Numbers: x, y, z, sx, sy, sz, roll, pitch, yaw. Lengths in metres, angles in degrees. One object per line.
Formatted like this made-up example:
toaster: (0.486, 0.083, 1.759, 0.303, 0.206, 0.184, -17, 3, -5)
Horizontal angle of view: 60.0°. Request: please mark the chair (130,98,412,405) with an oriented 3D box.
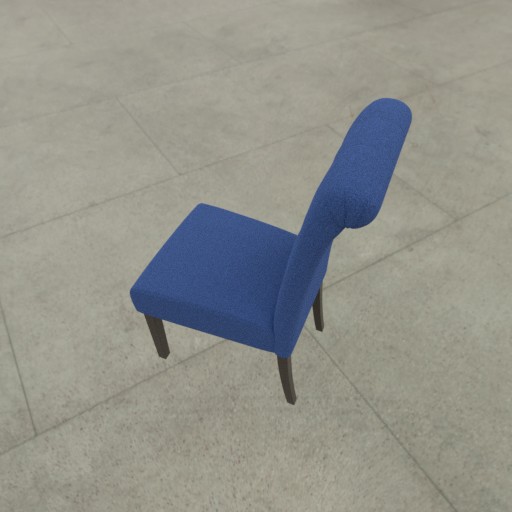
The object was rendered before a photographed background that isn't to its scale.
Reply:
chair: (0.000, 0.000, 1.378, 0.671, 1.006, 0.456, 17, 49, 16)
